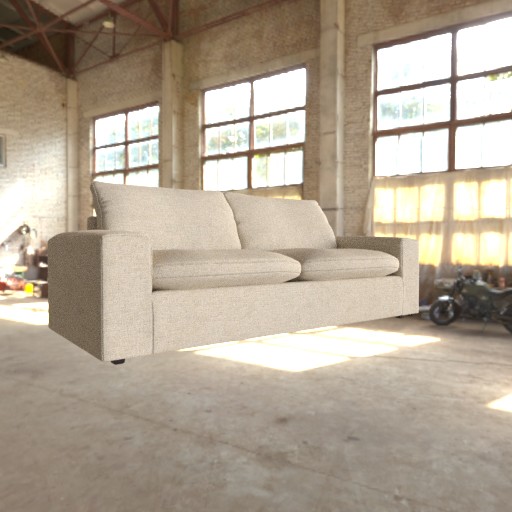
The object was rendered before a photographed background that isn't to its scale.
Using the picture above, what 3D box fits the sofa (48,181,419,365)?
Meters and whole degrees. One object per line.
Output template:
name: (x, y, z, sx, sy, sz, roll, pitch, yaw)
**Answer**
sofa: (0.000, 0.000, 2.890, 2.299, 0.922, 1.040, -1, 1, -37)
